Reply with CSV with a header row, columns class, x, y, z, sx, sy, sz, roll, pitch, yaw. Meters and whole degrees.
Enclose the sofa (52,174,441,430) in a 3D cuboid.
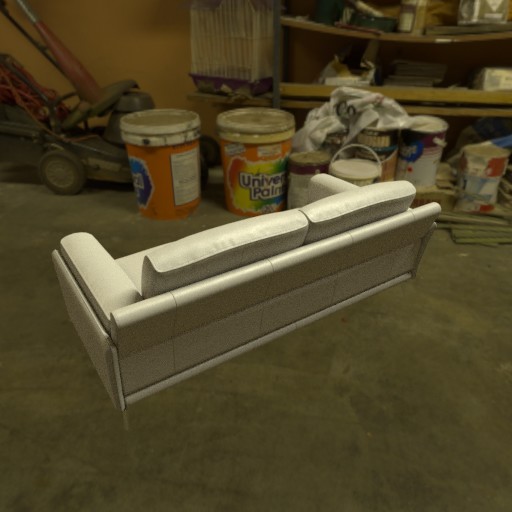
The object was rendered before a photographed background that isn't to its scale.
class,x,y,z,sx,sy,sz,roll,pitch,yaw
sofa,0.000,0.000,2.685,2.101,0.930,1.049,-18,34,-29
